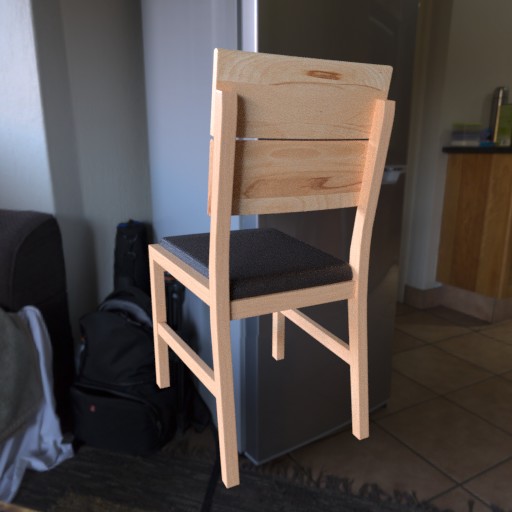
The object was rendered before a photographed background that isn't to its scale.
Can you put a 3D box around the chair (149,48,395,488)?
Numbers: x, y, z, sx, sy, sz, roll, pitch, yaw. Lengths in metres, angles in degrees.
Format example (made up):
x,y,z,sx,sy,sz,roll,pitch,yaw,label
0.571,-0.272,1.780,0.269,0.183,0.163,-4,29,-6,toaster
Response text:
x,y,z,sx,sy,sz,roll,pitch,yaw,label
0.000,0.000,1.244,0.475,0.950,0.560,-7,16,-26,chair
